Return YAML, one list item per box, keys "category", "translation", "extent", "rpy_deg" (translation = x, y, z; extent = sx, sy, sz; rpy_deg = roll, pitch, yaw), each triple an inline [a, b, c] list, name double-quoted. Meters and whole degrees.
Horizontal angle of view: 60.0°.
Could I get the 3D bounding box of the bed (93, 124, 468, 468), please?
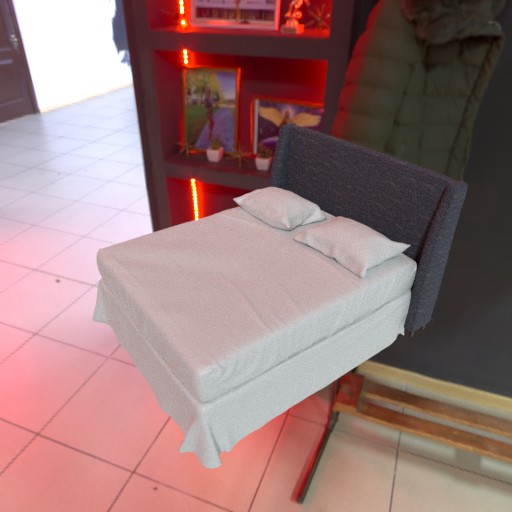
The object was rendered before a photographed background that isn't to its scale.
- category: "bed"
  translation: [0.000, 0.000, 3.470]
  extent: [2.276, 1.332, 1.925]
  rpy_deg: [-21, 38, -30]
